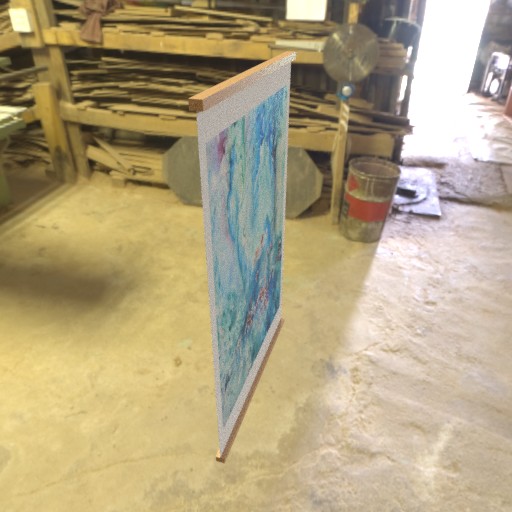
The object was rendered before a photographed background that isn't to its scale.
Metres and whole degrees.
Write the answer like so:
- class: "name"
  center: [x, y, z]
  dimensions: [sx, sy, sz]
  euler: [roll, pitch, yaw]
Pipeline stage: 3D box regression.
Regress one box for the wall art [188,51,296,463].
- class: "wall art"
  center: [0.000, 0.000, 1.921]
  dimensions: [0.040, 1.510, 0.991]
  euler: [10, 33, 15]
